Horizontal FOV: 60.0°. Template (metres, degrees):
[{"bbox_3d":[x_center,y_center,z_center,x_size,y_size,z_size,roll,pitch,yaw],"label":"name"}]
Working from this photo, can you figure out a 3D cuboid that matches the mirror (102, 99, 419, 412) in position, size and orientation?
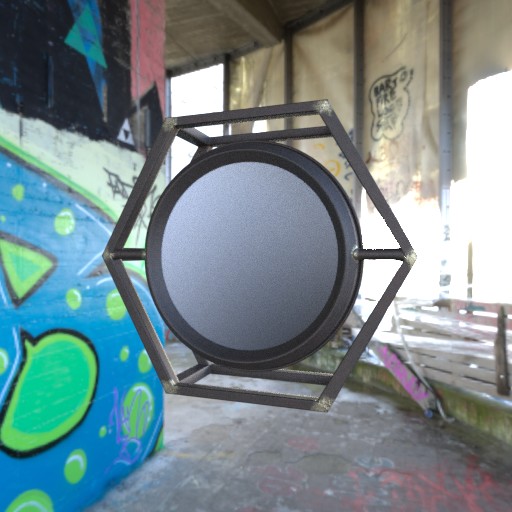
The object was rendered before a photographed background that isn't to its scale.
[{"bbox_3d":[0.000,0.000,0.554,0.380,0.334,0.119,0,0,19],"label":"mirror"}]
